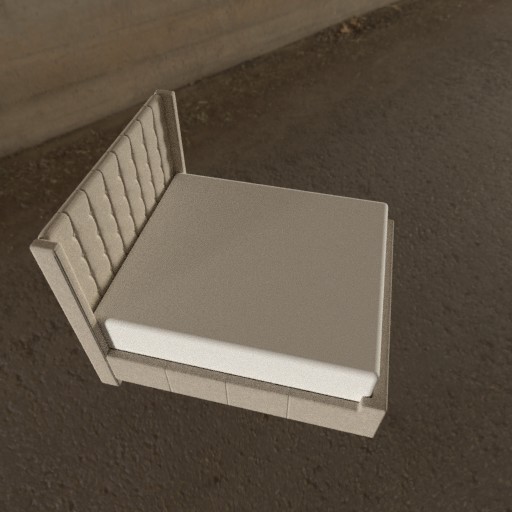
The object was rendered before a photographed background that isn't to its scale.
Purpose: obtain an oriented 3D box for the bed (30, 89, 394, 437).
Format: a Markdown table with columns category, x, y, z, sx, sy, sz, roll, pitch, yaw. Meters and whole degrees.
| category | x | y | z | sx | sy | sz | roll | pitch | yaw |
| --- | --- | --- | --- | --- | --- | --- | --- | --- | --- |
| bed | 0.000 | 0.000 | 3.779 | 2.370 | 1.743 | 2.045 | 10 | 48 | 9 |
